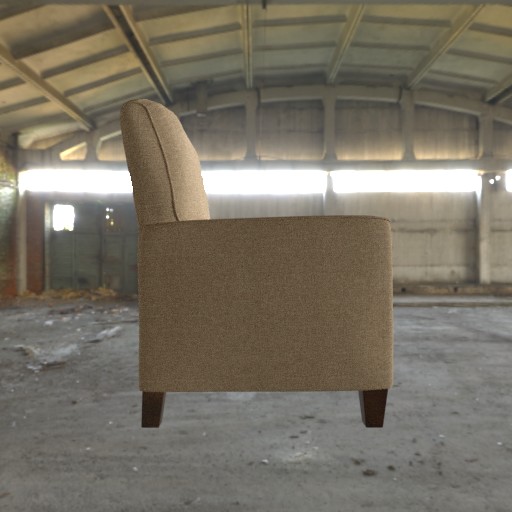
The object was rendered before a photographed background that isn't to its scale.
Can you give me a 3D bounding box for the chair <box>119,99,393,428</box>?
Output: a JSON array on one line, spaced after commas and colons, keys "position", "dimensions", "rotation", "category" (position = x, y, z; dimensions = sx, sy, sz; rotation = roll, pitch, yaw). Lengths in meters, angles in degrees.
[{"position": [0.000, 0.000, 1.691], "dimensions": [0.858, 1.028, 0.841], "rotation": [0, 0, 0], "category": "chair"}]
